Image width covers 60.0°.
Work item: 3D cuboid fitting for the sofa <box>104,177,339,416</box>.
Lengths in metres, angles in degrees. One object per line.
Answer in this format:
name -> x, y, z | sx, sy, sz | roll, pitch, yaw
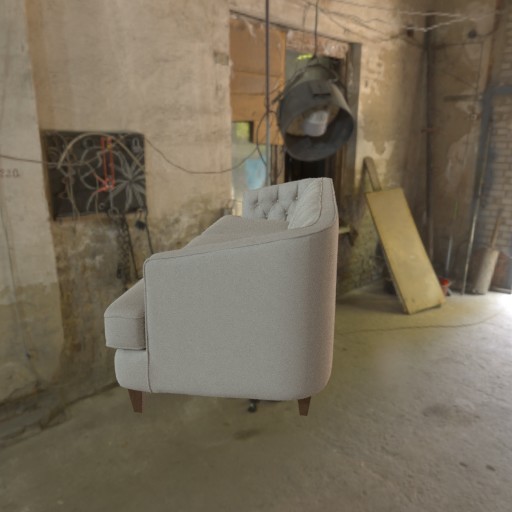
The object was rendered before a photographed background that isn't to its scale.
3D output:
sofa -> 0.000, 0.000, 2.766 | 0.941, 0.855, 2.278 | 2, 15, 8
